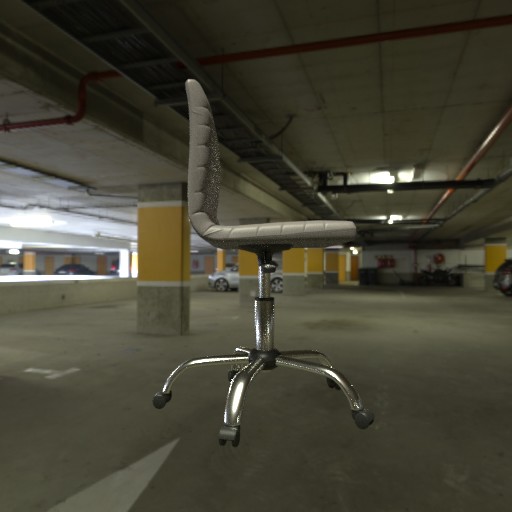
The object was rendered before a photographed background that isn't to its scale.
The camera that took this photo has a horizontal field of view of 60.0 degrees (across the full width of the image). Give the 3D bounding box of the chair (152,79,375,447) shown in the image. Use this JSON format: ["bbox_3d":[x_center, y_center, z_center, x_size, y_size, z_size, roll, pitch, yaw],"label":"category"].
[{"bbox_3d":[0.000,0.000,1.161,0.530,0.780,0.556,0,-2,-1],"label":"chair"}]
